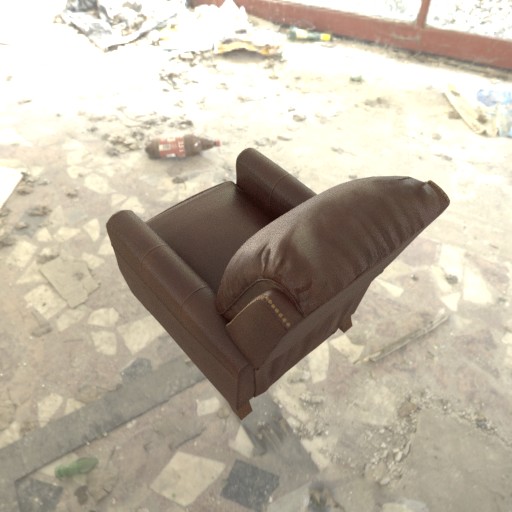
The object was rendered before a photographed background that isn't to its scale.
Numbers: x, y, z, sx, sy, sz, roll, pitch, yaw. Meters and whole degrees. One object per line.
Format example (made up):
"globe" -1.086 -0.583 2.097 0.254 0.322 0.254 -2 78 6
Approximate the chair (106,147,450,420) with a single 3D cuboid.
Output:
"chair" 0.000 0.000 1.806 0.826 1.022 1.089 -32 54 -27
